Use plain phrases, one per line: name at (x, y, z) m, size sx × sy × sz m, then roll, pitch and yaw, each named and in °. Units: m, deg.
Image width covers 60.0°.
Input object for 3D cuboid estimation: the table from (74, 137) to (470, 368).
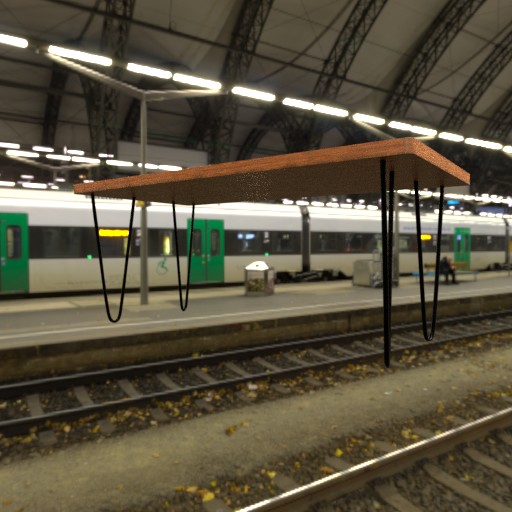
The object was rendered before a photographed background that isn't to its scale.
table at (0.000, 0.000, 2.208) m, size 1.791 × 0.753 × 0.883 m, roll 1°, pitch 2°, yaw 36°
